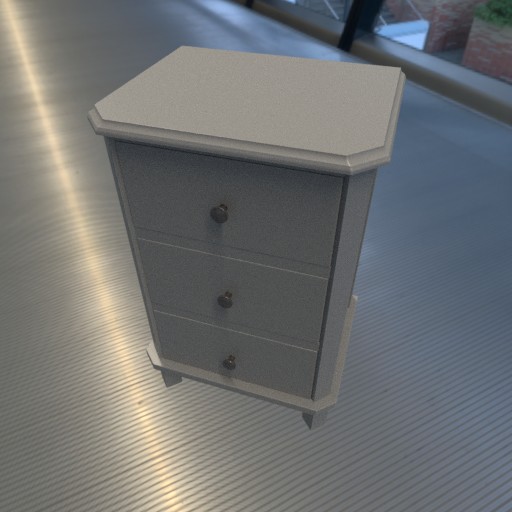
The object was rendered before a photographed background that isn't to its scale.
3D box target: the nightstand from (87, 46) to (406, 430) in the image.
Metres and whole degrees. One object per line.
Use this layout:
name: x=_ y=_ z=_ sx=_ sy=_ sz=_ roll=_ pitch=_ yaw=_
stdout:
nightstand: x=0.000 y=0.000 z=0.908 sx=0.435 sy=0.680 sz=0.348 roll=12 pitch=43 yaw=13
